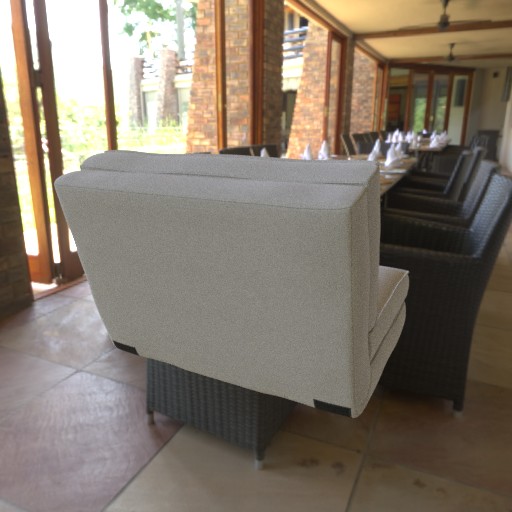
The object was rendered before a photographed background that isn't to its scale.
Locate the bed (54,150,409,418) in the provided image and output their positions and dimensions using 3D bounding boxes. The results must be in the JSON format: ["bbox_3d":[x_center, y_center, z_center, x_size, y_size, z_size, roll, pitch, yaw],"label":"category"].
[{"bbox_3d":[0.000,0.000,1.315,0.799,0.614,0.749,8,18,27],"label":"bed"}]
